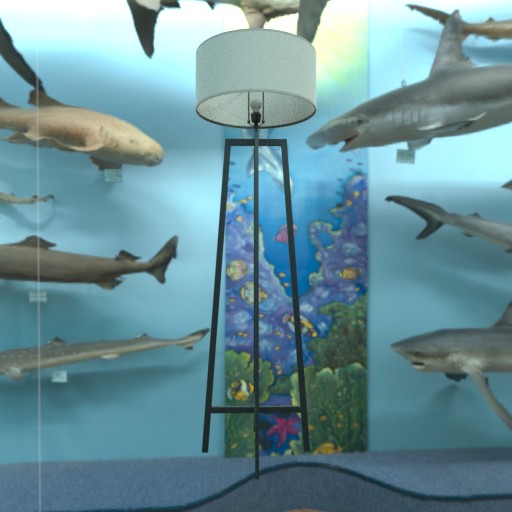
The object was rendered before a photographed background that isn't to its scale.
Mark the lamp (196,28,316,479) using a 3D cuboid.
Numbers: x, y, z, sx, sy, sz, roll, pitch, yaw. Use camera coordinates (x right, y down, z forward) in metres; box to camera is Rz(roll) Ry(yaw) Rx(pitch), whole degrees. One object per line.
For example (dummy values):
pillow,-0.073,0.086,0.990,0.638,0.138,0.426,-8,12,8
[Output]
lamp,0.000,0.000,1.701,0.457,1.510,0.456,0,1,-1
